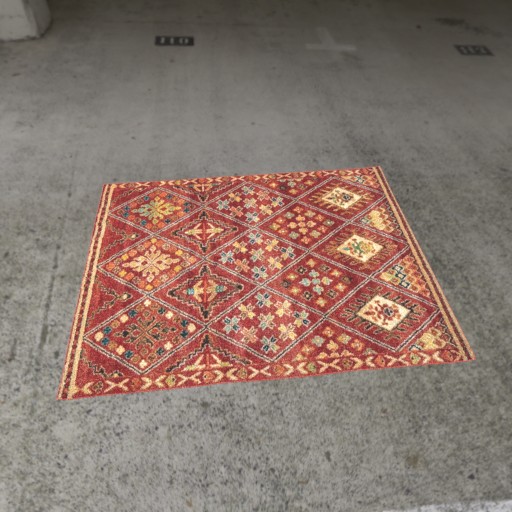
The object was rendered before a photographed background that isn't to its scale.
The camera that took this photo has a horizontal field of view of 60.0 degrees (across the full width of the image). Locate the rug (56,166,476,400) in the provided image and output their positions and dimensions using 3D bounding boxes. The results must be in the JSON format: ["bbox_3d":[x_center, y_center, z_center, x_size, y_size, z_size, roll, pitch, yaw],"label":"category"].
[{"bbox_3d":[0.000,0.000,4.065,3.086,0.030,2.489,-4,47,-4],"label":"rug"}]
